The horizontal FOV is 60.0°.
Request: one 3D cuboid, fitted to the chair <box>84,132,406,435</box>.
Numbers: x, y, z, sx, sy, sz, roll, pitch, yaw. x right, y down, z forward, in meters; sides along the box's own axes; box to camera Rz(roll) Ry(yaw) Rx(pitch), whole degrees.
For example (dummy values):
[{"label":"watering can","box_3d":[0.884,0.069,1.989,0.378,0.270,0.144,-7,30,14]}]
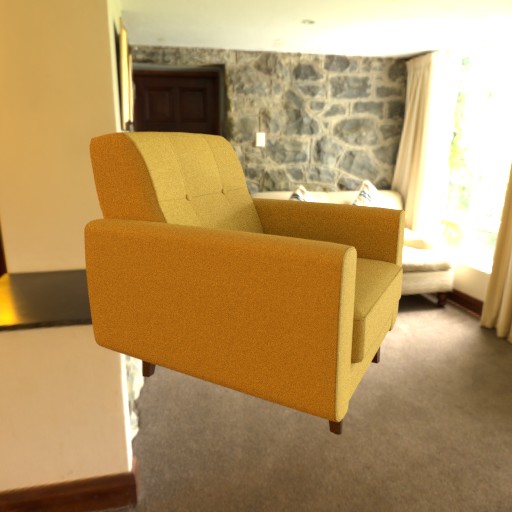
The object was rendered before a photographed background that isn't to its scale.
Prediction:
[{"label":"chair","box_3d":[0.000,0.000,1.549,0.909,0.841,0.831,7,16,27]}]
